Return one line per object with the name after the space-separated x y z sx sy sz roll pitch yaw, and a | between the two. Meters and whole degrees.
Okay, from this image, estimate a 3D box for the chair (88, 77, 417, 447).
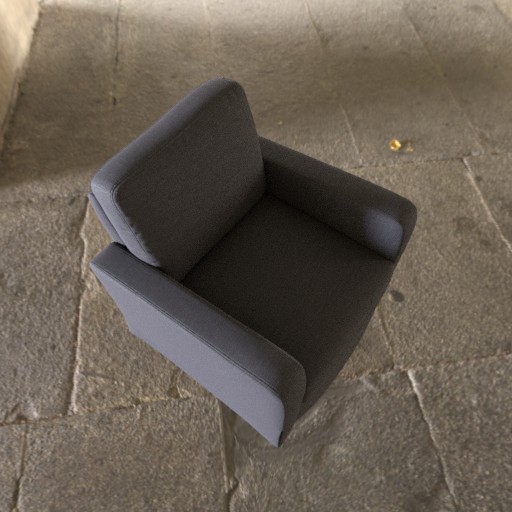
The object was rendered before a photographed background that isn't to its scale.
0.000 0.000 1.525 0.863 0.855 0.798 33 64 18 | chair
